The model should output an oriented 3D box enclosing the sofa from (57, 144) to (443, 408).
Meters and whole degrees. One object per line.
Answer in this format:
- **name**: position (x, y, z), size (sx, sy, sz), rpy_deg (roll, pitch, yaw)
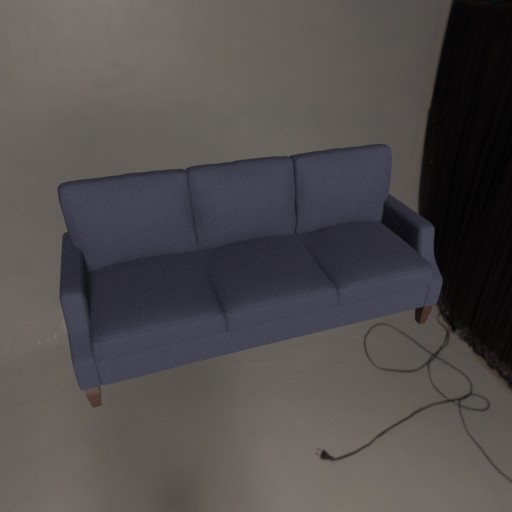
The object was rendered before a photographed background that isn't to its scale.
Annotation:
- **sofa**: position (0.000, 0.000, 2.618), size (2.115, 0.984, 0.888), rpy_deg (-10, 34, -16)
